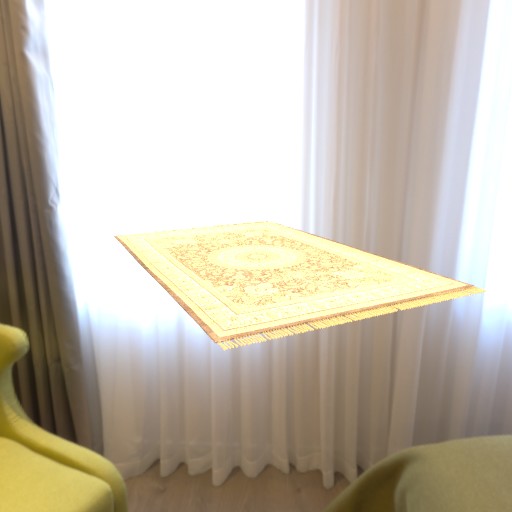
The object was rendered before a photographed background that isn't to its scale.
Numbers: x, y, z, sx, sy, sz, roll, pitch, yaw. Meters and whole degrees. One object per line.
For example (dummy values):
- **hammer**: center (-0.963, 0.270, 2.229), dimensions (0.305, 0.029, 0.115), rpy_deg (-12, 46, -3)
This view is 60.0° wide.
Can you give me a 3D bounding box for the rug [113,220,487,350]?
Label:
- **rug**: center (0.000, 0.000, 4.286), dimensions (2.143, 0.015, 3.422), rpy_deg (-7, 16, -26)
